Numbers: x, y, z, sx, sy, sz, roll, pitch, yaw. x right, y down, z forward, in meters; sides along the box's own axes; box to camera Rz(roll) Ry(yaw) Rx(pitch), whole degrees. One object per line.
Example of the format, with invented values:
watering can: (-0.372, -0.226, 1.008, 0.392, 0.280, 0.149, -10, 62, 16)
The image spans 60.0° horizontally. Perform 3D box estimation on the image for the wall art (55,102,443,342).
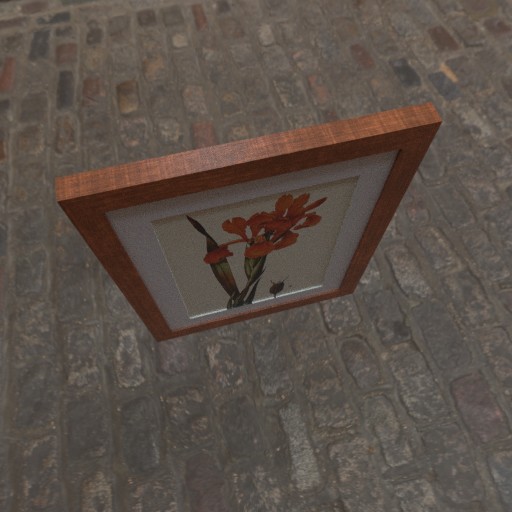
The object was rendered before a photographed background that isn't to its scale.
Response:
wall art: (0.000, 0.000, 0.780, 0.467, 0.567, 0.033, -13, 64, -7)
